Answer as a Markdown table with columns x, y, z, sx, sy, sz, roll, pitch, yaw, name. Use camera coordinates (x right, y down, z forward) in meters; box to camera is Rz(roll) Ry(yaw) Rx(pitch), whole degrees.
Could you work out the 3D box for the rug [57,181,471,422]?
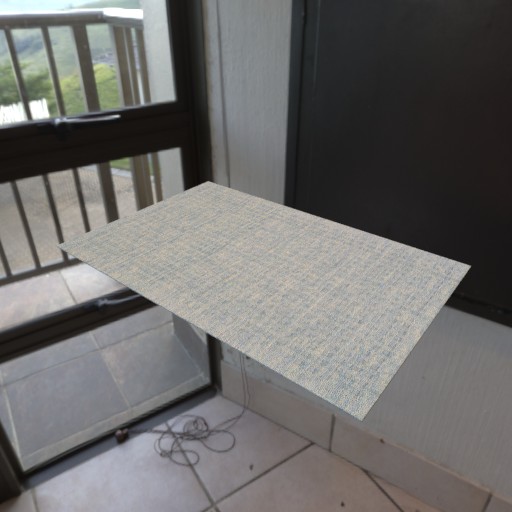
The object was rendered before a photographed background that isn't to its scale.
| x | y | z | sx | sy | sz | roll | pitch | yaw | name |
| --- | --- | --- | --- | --- | --- | --- | --- | --- | --- |
| 0.000 | 0.000 | 2.229 | 1.752 | 0.006 | 1.142 | 22 | 38 | 32 | rug |
